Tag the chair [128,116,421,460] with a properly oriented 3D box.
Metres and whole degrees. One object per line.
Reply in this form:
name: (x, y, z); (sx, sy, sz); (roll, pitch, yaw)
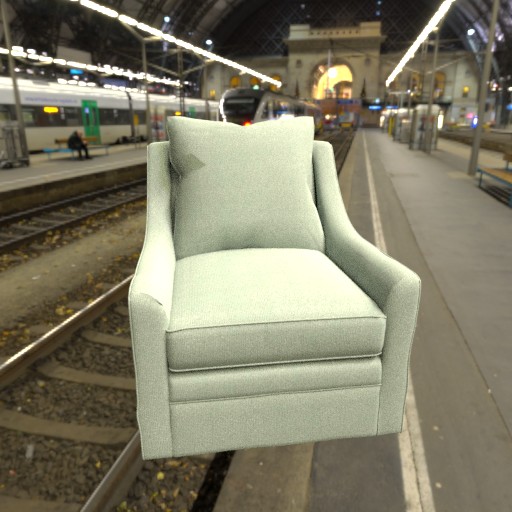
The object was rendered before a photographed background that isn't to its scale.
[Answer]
chair: (0.000, 0.000, 1.530); (0.760, 0.926, 0.870); (-3, 17, -8)
